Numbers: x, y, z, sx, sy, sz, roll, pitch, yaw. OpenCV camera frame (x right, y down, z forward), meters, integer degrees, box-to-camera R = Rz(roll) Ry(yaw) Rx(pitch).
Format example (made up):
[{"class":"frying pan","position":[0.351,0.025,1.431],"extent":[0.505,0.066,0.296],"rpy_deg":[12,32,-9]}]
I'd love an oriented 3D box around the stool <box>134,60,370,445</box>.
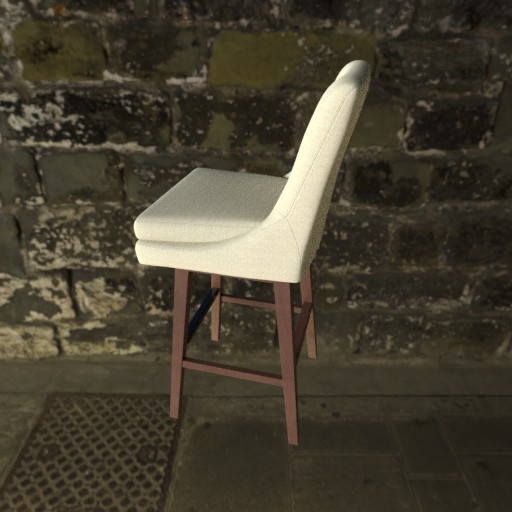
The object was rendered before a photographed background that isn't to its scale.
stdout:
[{"class":"stool","position":[0.000,0.000,1.368],"extent":[0.559,1.093,0.483],"rpy_deg":[7,30,13]}]
